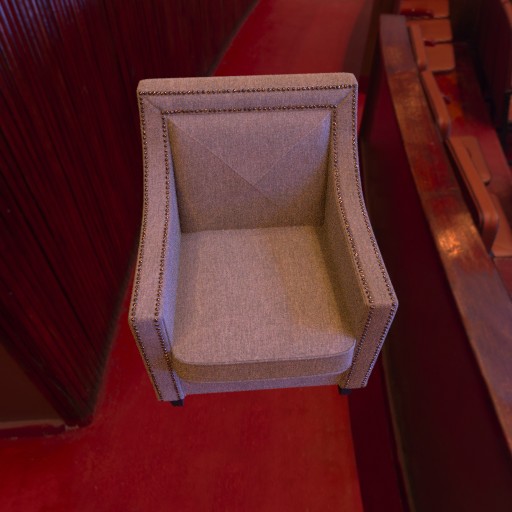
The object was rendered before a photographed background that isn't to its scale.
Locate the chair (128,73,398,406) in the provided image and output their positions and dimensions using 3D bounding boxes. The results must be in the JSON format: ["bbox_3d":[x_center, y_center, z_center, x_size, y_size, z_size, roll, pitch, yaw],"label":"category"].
[{"bbox_3d":[0.000,0.000,1.628,0.776,0.967,0.884,-3,48,-3],"label":"chair"}]
